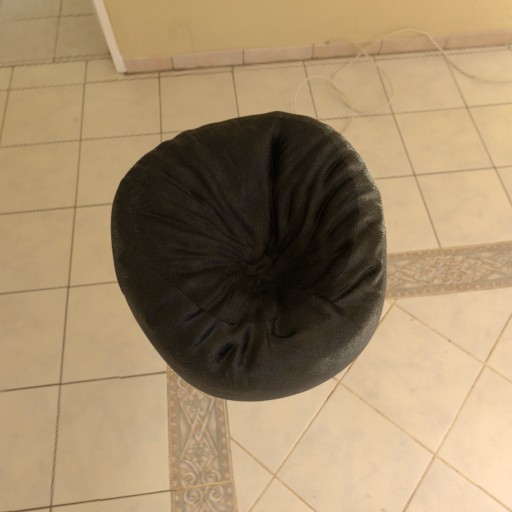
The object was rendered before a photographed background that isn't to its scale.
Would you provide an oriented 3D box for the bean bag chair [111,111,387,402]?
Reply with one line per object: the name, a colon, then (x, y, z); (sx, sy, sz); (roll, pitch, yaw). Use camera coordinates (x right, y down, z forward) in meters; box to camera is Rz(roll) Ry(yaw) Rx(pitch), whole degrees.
bean bag chair: (0.000, 0.000, 2.502); (1.524, 0.878, 1.524); (-15, 64, -7)
